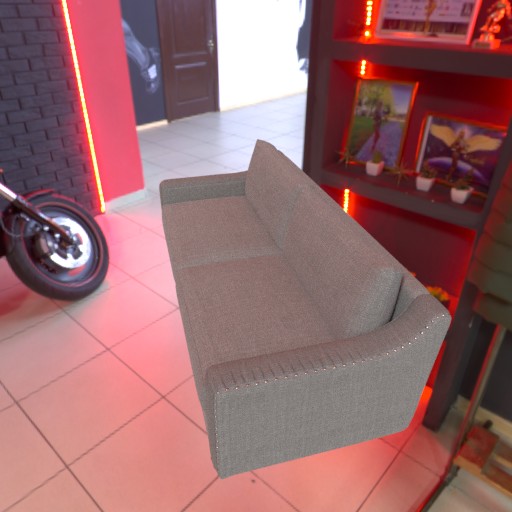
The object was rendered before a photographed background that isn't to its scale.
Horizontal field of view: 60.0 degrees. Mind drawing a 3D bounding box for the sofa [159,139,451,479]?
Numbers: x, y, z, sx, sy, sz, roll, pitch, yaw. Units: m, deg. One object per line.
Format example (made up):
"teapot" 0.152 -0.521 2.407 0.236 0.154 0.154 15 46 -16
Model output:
"sofa" 0.000 0.000 2.672 1.000 0.857 2.208 -8 32 -13
